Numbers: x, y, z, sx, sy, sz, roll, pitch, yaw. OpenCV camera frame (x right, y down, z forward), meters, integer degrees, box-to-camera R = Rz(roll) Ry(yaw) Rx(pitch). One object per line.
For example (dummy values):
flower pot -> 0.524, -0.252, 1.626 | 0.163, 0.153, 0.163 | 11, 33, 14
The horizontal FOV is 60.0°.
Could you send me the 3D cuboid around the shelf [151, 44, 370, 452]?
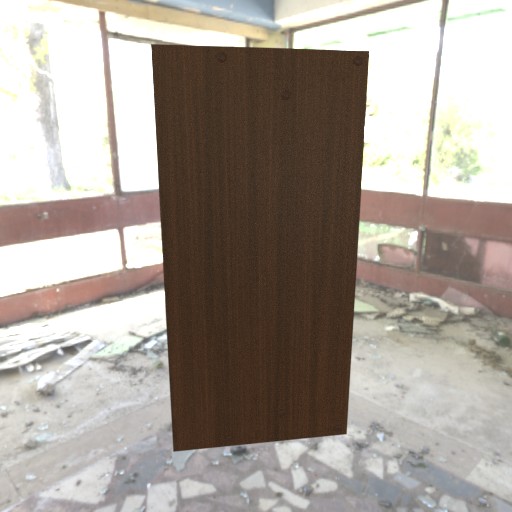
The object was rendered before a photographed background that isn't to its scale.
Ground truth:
shelf -> 0.000, 0.000, 0.723 | 0.290, 0.600, 0.147 | -2, 15, -8
